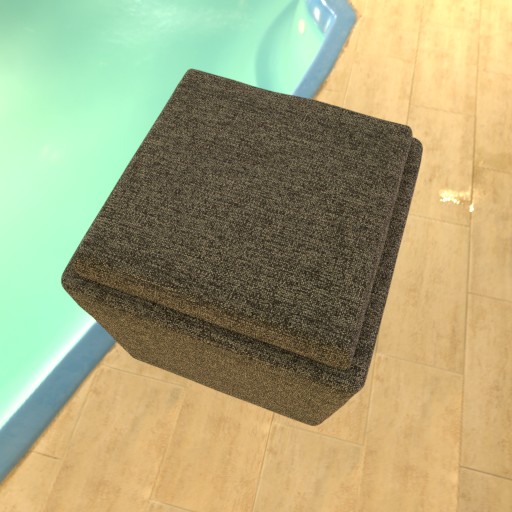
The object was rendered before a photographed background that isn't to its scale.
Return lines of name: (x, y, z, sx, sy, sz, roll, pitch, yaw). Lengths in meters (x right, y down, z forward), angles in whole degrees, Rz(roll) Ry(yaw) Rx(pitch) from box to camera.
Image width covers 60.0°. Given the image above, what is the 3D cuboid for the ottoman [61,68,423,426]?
ottoman: (0.000, 0.000, 0.833, 0.450, 0.463, 0.450, 18, 65, 9)
